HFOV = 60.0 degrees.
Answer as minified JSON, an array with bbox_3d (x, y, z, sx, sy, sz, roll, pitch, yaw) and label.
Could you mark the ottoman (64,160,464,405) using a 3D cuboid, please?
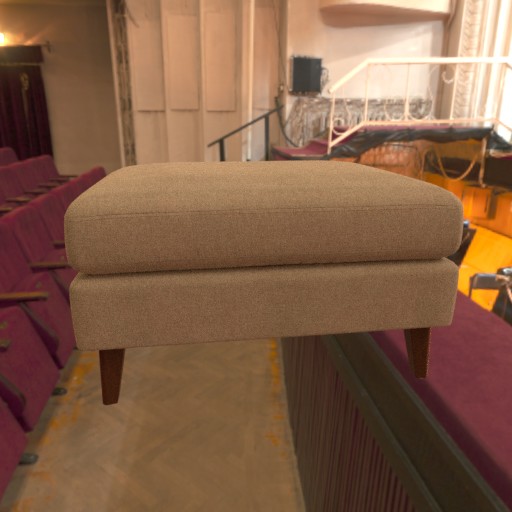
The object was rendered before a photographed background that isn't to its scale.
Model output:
[{"bbox_3d":[0.000,0.000,1.198,0.823,0.478,0.610,-2,17,-8],"label":"ottoman"}]
